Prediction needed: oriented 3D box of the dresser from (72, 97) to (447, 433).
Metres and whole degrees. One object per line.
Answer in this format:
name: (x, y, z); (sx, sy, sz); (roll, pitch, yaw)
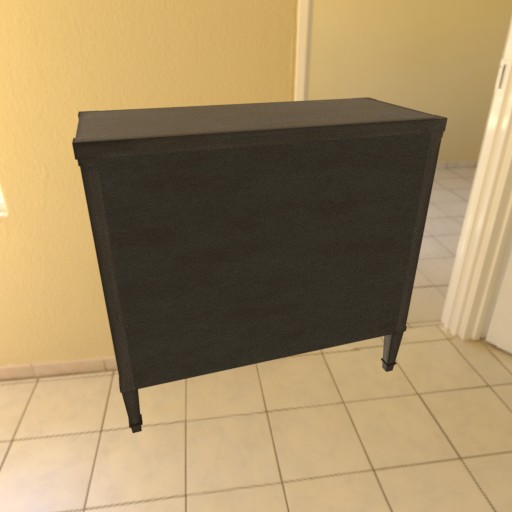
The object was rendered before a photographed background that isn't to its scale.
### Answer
dresser: (0.000, 0.000, 1.597); (1.049, 0.986, 0.463); (-8, 29, -16)
